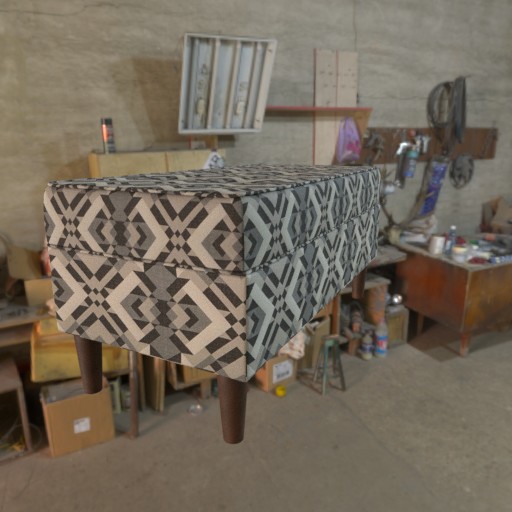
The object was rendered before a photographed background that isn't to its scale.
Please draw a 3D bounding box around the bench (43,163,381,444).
[{"bbox_3d":[0.000,0.000,1.277,0.492,0.477,1.016,7,16,26],"label":"bench"}]
